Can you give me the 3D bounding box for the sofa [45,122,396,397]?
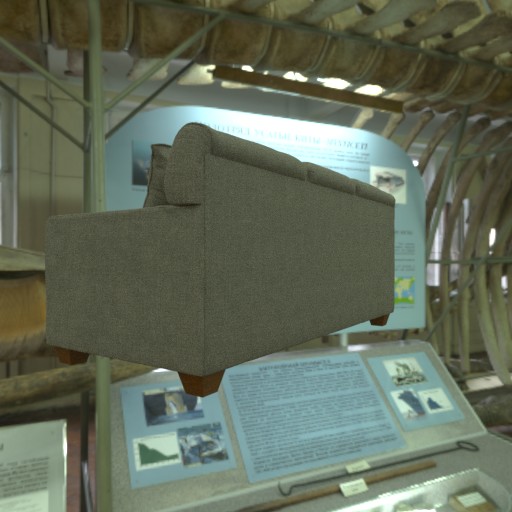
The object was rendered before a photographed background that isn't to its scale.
[{"bbox_3d":[0.000,0.000,2.533,0.997,0.958,2.024,0,0,35],"label":"sofa"}]
